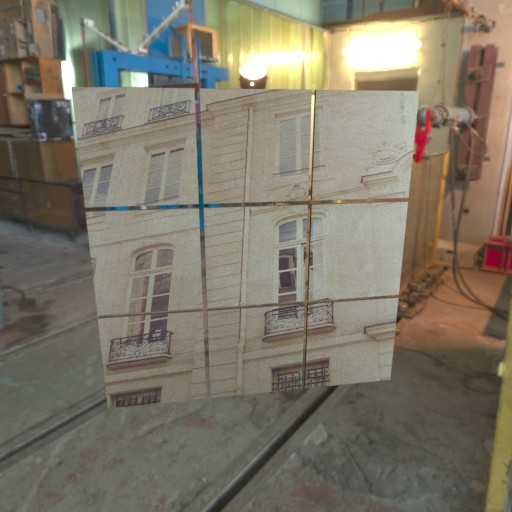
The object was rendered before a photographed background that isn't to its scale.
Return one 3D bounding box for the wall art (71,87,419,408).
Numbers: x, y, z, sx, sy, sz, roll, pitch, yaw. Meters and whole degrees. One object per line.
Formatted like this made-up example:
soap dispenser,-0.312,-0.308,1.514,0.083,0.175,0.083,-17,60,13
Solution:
wall art,0.000,0.000,1.726,1.221,1.218,0.024,-3,17,-9
